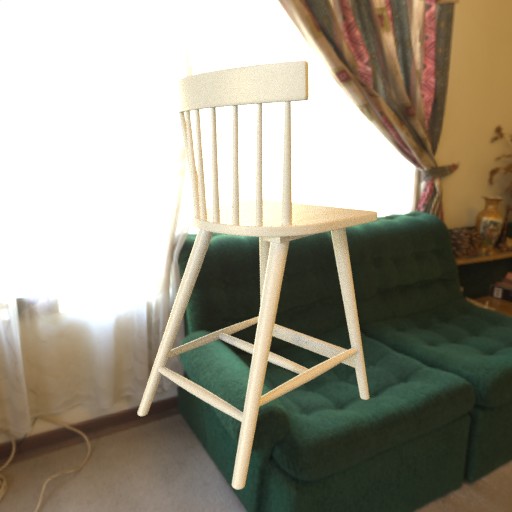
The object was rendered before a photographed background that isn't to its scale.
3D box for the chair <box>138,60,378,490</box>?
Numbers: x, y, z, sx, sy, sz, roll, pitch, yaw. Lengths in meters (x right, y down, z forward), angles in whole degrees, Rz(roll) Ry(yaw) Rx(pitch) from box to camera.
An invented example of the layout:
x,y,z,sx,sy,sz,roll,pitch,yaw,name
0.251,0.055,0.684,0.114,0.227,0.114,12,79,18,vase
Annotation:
x,y,z,sx,sy,sz,roll,pitch,yaw,name
0.000,0.000,1.261,0.483,0.952,0.572,13,18,43,chair
